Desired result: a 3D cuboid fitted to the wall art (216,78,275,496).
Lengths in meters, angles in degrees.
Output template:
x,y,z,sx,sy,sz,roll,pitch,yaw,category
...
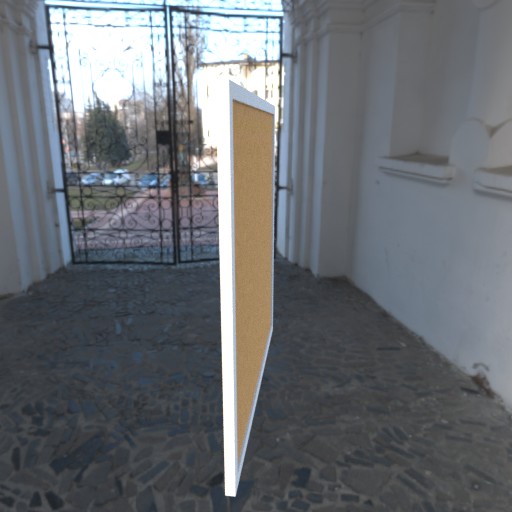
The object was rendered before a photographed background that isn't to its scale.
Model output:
x,y,z,sx,sy,sz,roll,pitch,yaw,category
0.000,0.000,0.676,0.012,0.457,0.457,2,16,7,wall art
